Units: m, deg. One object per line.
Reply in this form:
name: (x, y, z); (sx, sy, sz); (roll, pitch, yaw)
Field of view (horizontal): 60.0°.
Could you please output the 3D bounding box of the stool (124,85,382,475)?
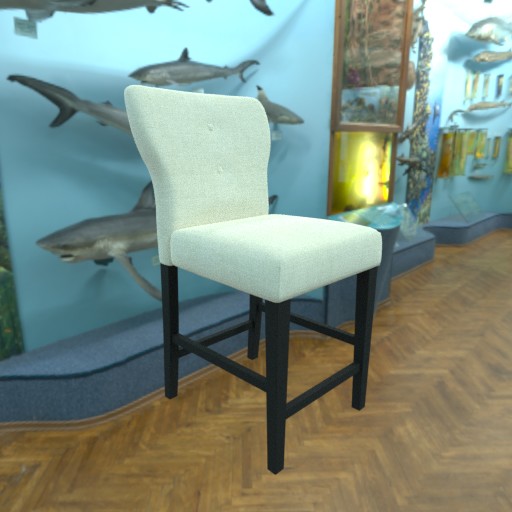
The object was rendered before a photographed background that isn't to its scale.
stool: (0.000, 0.000, 1.333); (0.603, 0.972, 0.514); (14, 20, 43)
